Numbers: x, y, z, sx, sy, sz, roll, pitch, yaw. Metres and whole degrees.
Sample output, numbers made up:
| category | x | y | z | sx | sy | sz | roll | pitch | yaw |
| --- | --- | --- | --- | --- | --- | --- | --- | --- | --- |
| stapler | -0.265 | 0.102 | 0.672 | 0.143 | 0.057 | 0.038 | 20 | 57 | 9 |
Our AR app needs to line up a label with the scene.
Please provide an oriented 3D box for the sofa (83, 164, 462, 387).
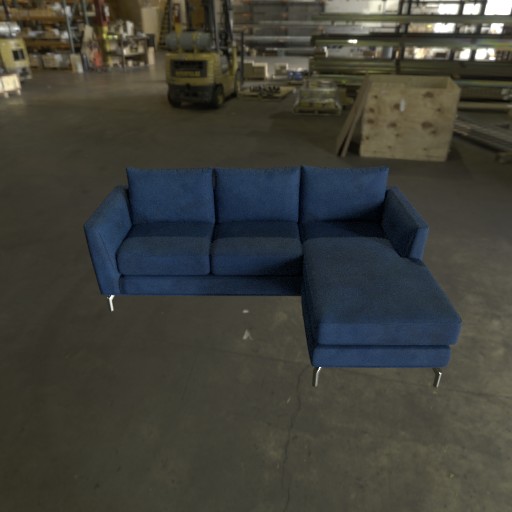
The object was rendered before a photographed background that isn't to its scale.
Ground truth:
| category | x | y | z | sx | sy | sz | roll | pitch | yaw |
| --- | --- | --- | --- | --- | --- | --- | --- | --- | --- |
| sofa | 0.000 | 0.000 | 3.249 | 2.438 | 0.987 | 1.622 | 0 | 29 | 0 |
